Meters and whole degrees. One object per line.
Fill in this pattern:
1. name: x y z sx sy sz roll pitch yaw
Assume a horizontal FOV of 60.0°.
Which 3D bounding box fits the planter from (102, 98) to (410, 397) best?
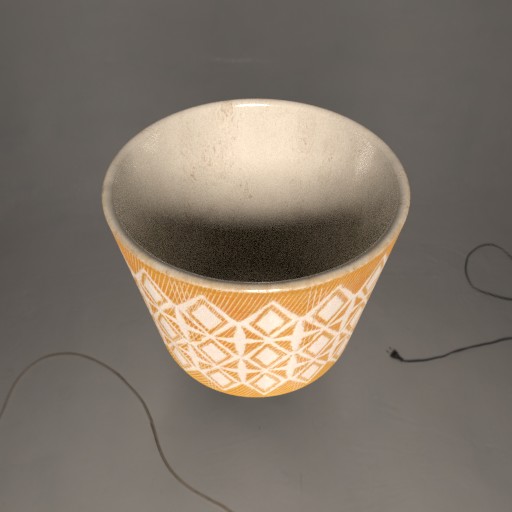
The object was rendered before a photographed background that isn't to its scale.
1. planter: 0.000 0.000 0.224 0.126 0.104 0.126 0 47 0
